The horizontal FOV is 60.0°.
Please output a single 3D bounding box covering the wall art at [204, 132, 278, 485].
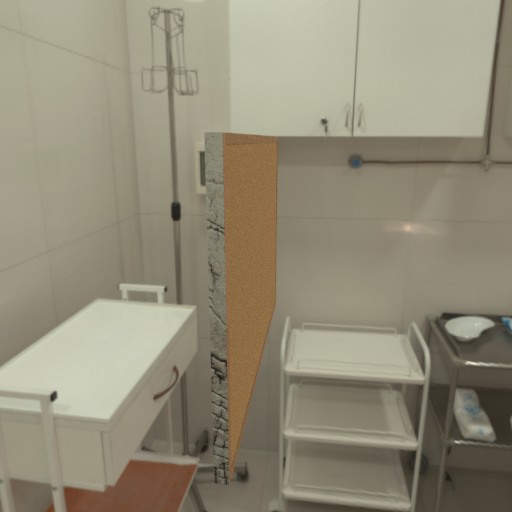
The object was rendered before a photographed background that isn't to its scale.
[{"bbox_3d":[0.000,0.000,1.440,0.035,0.758,1.141,2,15,7],"label":"wall art"}]
